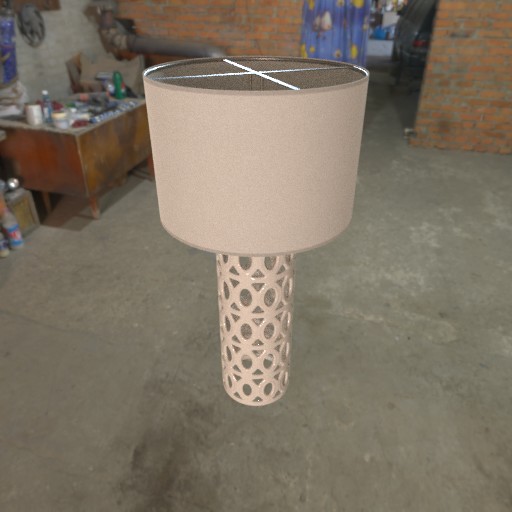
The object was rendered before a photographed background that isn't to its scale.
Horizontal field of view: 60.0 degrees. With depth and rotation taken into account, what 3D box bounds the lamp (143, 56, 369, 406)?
[{"bbox_3d":[0.000,0.000,0.813,0.324,0.636,0.325,-11,33,-18],"label":"lamp"}]
